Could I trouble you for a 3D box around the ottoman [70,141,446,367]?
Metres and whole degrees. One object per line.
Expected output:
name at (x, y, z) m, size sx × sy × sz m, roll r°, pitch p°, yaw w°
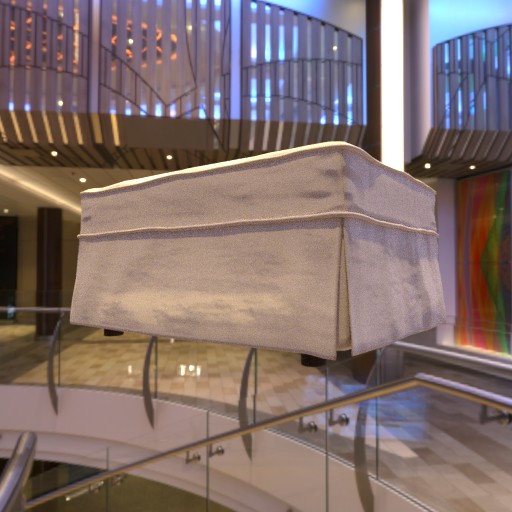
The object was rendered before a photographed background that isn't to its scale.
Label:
ottoman at (0.000, 0.000, 1.341) m, size 0.944 × 0.479 × 0.703 m, roll -1°, pitch -2°, yaw 37°
